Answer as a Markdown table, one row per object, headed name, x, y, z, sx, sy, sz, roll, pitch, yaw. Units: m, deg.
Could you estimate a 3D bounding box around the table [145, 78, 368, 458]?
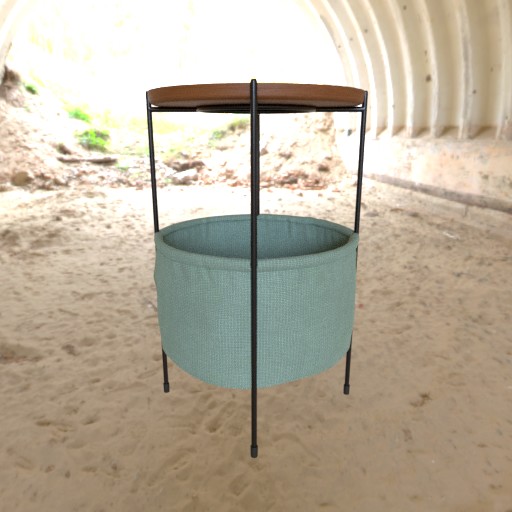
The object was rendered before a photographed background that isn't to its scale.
| name | x | y | z | sx | sy | sz | roll | pitch | yaw |
| --- | --- | --- | --- | --- | --- | --- | --- | --- | --- |
| table | 0.000 | 0.000 | 0.890 | 0.400 | 0.623 | 0.400 | -15 | 22 | -42 |
